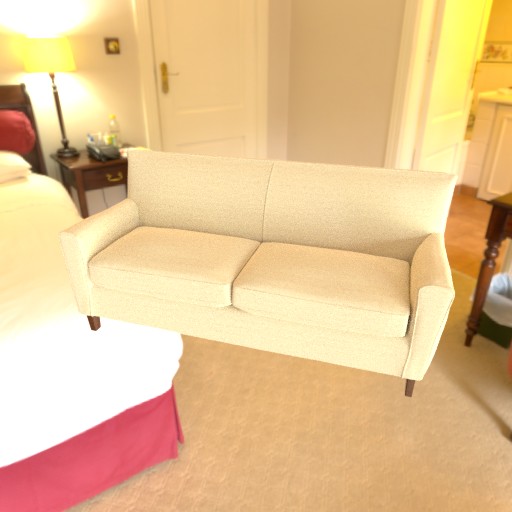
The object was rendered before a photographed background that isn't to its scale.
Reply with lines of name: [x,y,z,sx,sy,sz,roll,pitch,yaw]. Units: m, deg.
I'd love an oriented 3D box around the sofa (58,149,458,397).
sofa: [0.000,0.000,2.485,2.001,0.907,0.841,8,27,16]
